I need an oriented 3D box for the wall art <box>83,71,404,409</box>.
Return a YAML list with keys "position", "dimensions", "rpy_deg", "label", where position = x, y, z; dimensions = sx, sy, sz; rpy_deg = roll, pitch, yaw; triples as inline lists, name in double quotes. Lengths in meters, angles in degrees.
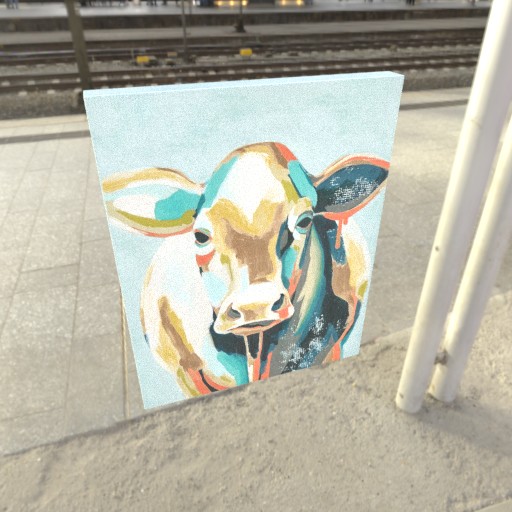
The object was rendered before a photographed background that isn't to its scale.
- position: [0.000, 0.000, 0.686]
  dimensions: [0.409, 0.509, 0.037]
  rpy_deg: [-10, 33, -16]
  label: "wall art"
